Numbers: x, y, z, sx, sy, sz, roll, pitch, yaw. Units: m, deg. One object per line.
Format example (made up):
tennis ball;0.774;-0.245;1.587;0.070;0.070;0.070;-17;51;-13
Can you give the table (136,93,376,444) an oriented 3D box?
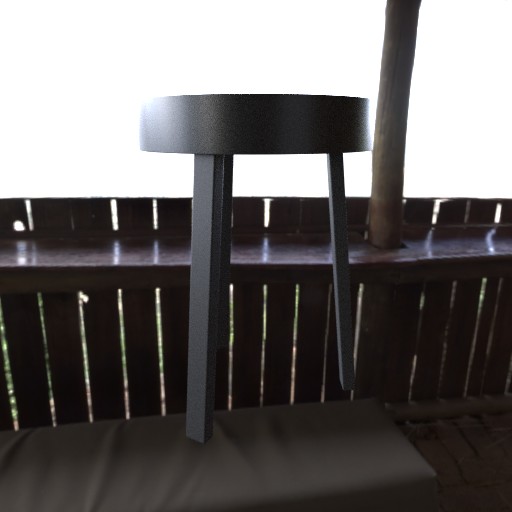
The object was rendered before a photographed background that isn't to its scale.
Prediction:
table;0.000;0.000;0.851;0.406;0.559;0.406;0;16;0
